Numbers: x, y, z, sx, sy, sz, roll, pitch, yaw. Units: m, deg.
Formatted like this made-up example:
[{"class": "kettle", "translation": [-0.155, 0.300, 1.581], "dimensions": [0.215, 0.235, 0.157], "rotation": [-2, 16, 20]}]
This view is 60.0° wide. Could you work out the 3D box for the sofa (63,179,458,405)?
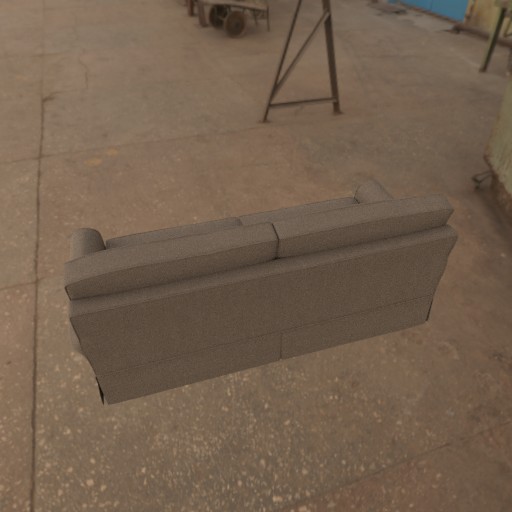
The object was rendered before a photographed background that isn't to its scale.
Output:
[{"class": "sofa", "translation": [0.000, 0.000, 2.818], "dimensions": [2.248, 0.943, 0.991], "rotation": [-11, 41, -13]}]
